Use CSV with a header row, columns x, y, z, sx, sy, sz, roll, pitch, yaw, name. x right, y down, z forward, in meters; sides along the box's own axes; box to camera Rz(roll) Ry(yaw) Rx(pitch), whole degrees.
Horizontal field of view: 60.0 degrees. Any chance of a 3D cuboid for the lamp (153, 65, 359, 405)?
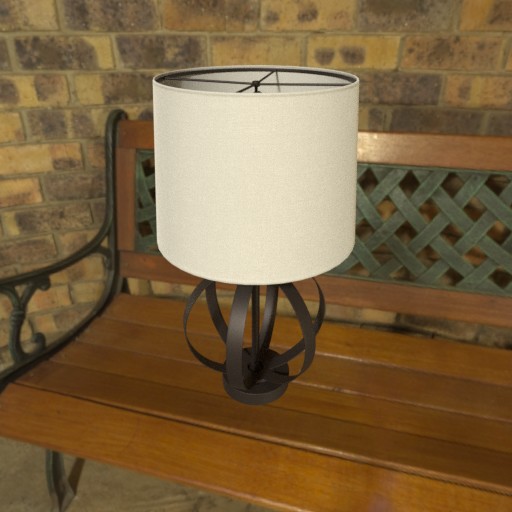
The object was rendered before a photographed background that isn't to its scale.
x,y,z,sx,sy,sz,roll,pitch,yaw,name
0.000,0.000,0.675,0.286,0.510,0.286,0,29,0,lamp
